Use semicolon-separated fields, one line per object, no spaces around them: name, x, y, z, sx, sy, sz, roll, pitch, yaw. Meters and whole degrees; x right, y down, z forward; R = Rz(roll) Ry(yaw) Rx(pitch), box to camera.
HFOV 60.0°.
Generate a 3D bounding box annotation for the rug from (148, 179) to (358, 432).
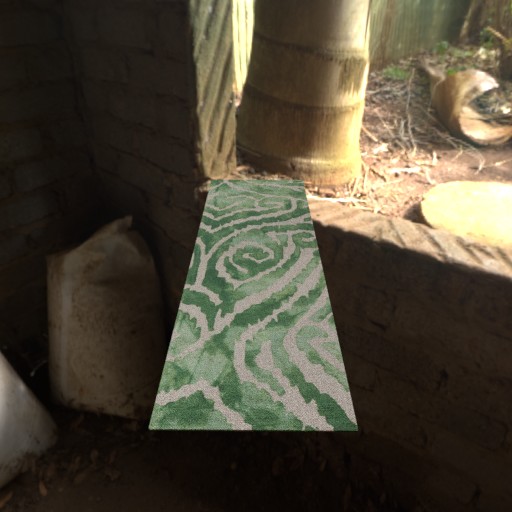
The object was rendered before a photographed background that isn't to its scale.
rug;0.000;0.000;2.647;0.761;0.006;2.438;0;31;0
